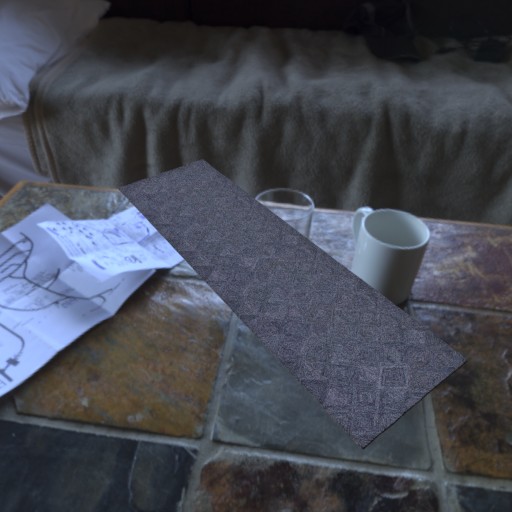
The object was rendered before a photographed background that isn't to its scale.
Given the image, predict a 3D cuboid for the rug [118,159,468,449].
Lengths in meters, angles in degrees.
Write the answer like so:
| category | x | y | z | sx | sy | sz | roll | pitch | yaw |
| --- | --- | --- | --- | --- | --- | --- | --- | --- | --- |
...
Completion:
| category | x | y | z | sx | sy | sz | roll | pitch | yaw |
| --- | --- | --- | --- | --- | --- | --- | --- | --- | --- |
| rug | 0.000 | 0.000 | 2.537 | 0.691 | 0.011 | 2.296 | -26 | 47 | -27 |
